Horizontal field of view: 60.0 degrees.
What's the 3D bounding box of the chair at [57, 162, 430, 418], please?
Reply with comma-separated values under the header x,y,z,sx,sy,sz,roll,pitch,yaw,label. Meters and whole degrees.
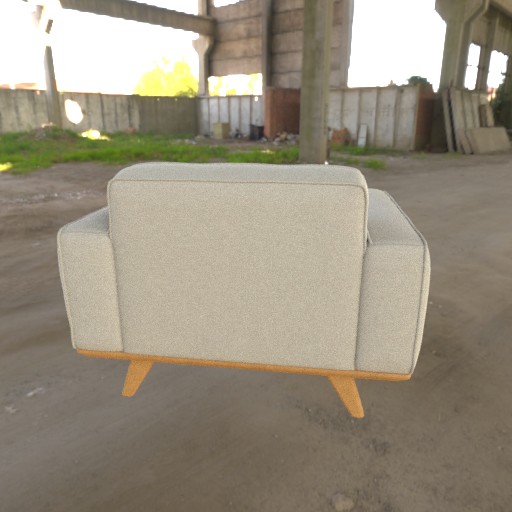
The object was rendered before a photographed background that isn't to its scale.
x,y,z,sx,sy,sz,roll,pitch,yaw,label
0.000,0.000,1.725,1.115,0.779,0.953,3,18,8,chair
